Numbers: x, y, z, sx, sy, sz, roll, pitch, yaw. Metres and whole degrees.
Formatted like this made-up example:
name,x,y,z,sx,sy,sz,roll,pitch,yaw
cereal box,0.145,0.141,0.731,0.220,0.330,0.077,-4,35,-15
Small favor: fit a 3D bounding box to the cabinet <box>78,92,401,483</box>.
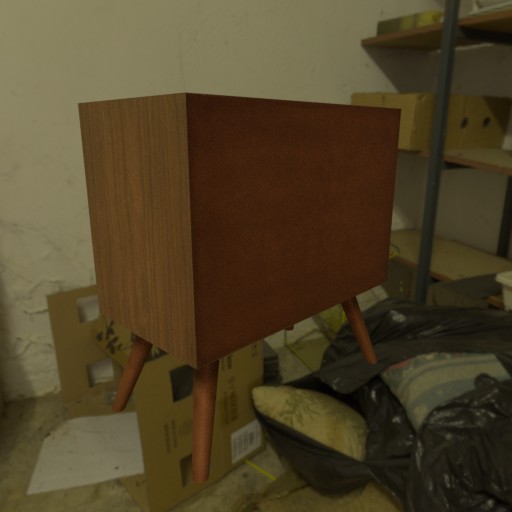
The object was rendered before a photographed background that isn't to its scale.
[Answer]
name,x,y,z,sx,sy,sz,roll,pitch,yaw
cabinet,0.000,0.000,1.168,0.388,0.748,0.712,15,21,43
